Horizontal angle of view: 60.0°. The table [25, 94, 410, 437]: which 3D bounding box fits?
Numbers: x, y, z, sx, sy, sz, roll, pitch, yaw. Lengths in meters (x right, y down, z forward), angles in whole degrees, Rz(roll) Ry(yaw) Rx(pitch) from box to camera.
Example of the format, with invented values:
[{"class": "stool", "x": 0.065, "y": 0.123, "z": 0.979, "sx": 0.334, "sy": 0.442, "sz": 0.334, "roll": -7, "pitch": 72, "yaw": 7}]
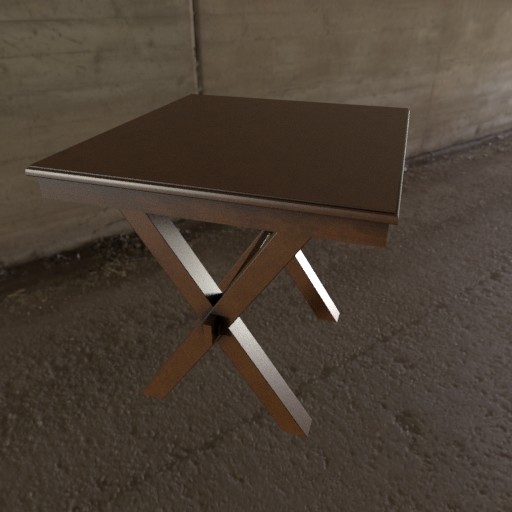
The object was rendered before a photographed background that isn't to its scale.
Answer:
[{"class": "table", "x": 0.000, "y": 0.000, "z": 1.001, "sx": 0.560, "sy": 0.562, "sz": 0.602, "roll": 9, "pitch": 32, "yaw": 15}]
